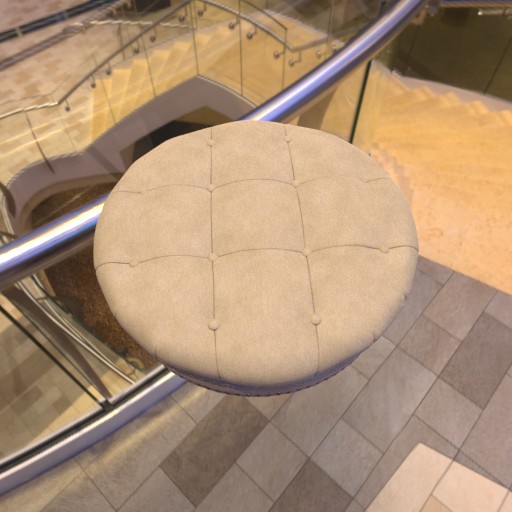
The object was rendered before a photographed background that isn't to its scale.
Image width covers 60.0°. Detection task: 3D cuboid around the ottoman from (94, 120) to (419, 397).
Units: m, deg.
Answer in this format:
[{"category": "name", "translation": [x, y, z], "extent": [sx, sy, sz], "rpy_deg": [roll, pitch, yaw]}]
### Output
[{"category": "ottoman", "translation": [0.000, 0.000, 1.377], "extent": [0.901, 0.439, 0.901], "rpy_deg": [0, 56, 0]}]
